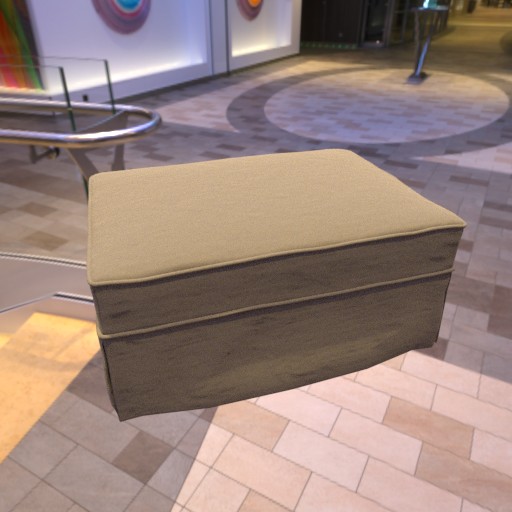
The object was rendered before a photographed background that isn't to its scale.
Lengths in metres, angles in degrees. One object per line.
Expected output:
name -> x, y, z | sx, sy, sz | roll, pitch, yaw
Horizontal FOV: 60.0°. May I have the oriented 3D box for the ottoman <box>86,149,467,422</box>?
ottoman -> 0.000, 0.000, 1.339 | 0.944, 0.479, 0.703 | -9, 32, -15
